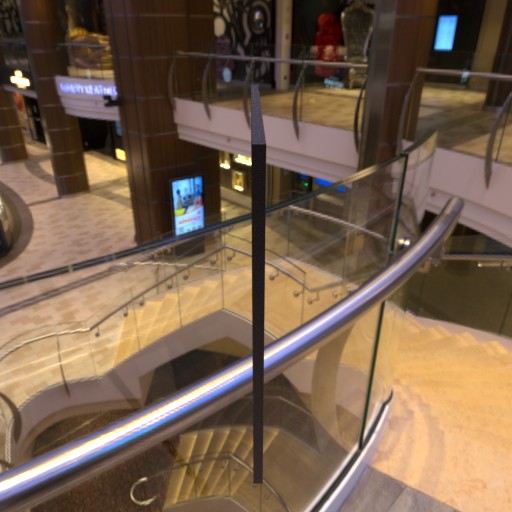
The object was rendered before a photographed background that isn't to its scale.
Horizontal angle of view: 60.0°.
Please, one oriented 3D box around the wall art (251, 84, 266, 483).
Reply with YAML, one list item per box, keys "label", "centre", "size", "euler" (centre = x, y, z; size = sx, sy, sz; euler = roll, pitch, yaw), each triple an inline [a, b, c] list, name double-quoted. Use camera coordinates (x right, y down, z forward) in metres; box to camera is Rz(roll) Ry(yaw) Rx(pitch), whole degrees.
- label: "wall art"
  centre: [0.000, 0.000, 1.232]
  size: [0.022, 0.807, 0.807]
  euler: [0, 27, -1]
